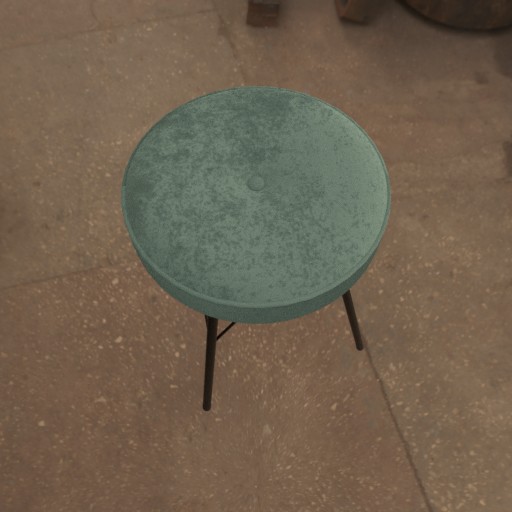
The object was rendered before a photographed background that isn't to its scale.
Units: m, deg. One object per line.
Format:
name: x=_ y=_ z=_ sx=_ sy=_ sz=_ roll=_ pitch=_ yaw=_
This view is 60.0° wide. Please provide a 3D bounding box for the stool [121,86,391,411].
stool: x=0.000 y=0.000 z=0.885 sx=0.457 sy=0.519 sz=0.458 roll=-11 pitch=63 yaw=-6
